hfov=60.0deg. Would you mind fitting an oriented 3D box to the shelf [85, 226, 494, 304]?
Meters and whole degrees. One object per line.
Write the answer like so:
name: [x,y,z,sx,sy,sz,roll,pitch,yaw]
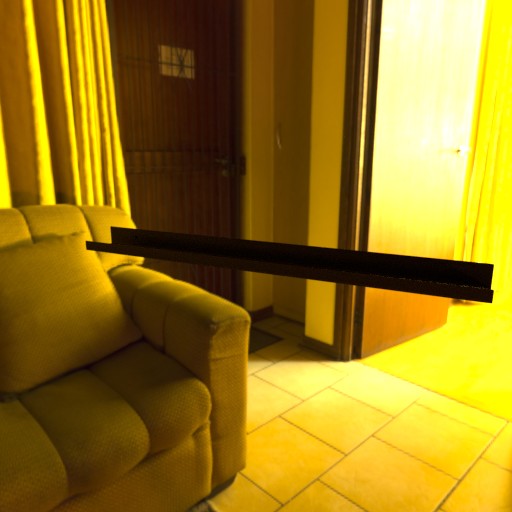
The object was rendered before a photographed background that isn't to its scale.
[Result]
shelf: [0.000,0.000,0.972,0.924,0.049,0.092,7,15,25]
